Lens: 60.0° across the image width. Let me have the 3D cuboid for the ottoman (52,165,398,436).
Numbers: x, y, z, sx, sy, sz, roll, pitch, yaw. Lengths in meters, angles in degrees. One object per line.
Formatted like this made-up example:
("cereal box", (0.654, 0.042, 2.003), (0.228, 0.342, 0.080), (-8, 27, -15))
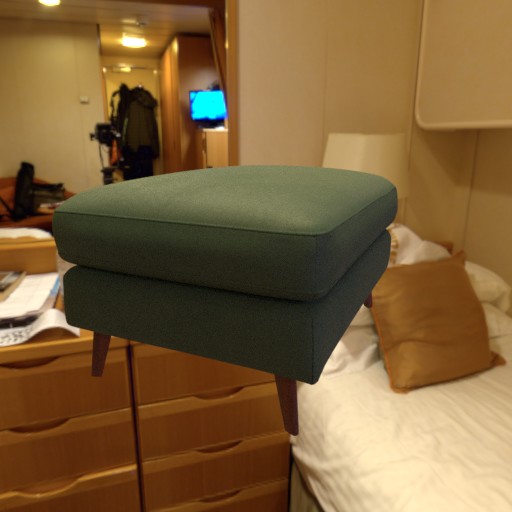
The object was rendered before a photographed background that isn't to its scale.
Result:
("ottoman", (0.000, 0.000, 1.164), (0.608, 0.449, 0.811), (7, 17, 24))
